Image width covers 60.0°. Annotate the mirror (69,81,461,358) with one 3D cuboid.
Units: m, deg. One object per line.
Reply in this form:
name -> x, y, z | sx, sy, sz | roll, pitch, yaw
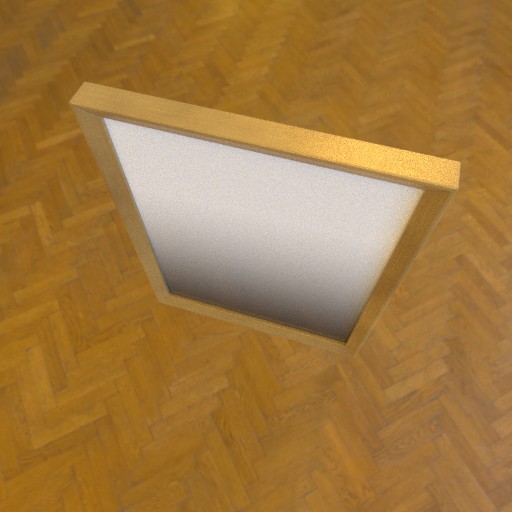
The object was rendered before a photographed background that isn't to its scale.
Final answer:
mirror -> 0.000, 0.000, 0.671 | 0.406, 0.509, 0.041 | 15, 61, 9
